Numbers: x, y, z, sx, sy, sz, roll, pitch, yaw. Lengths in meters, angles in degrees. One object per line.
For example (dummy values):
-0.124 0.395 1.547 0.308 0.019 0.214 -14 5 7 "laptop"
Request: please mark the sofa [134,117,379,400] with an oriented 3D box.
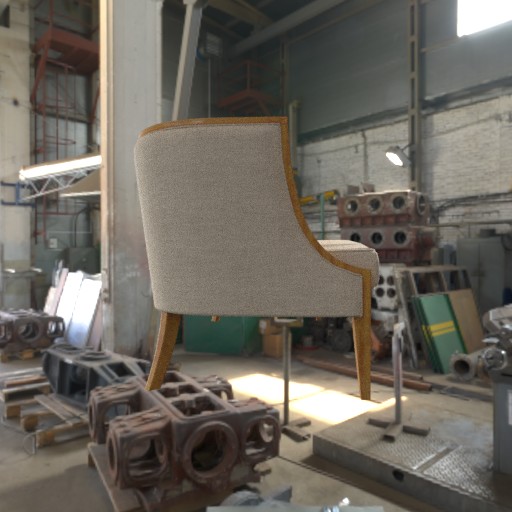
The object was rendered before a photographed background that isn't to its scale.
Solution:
0.000 0.000 1.941 0.770 0.775 1.474 0 0 3 "sofa"
